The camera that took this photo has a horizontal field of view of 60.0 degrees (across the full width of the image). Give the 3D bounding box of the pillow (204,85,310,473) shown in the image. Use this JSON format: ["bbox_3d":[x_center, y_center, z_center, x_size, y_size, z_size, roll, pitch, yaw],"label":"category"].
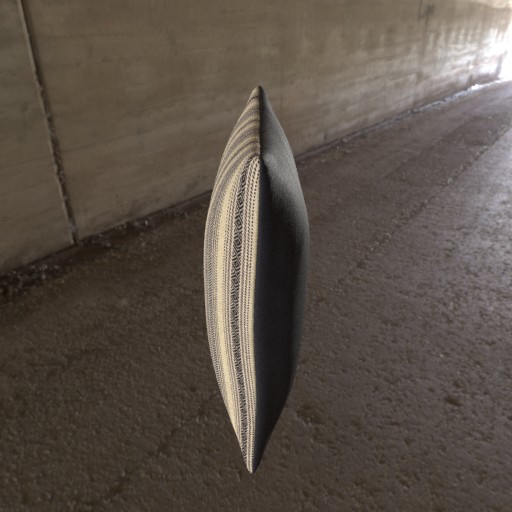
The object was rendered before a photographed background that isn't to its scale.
[{"bbox_3d":[0.000,0.000,0.795,0.166,0.508,0.520,0,29,0],"label":"pillow"}]
